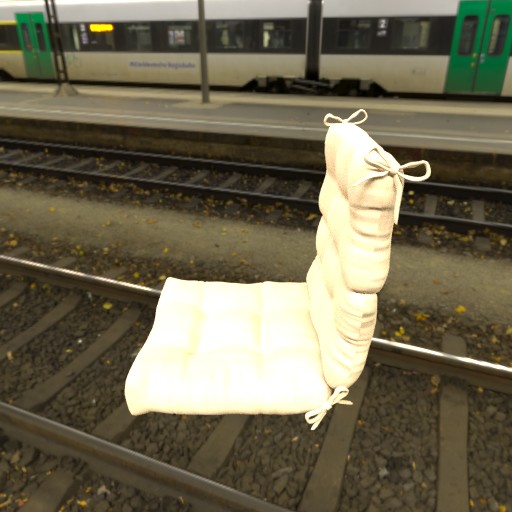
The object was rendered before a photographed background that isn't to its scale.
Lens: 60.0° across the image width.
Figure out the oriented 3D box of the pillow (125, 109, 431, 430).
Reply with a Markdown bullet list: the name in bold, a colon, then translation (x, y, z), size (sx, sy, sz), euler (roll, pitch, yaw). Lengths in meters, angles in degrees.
- **pillow**: translation (0.000, 0.000, 1.045), size (0.571, 0.605, 0.519), euler (0, 26, 1)
